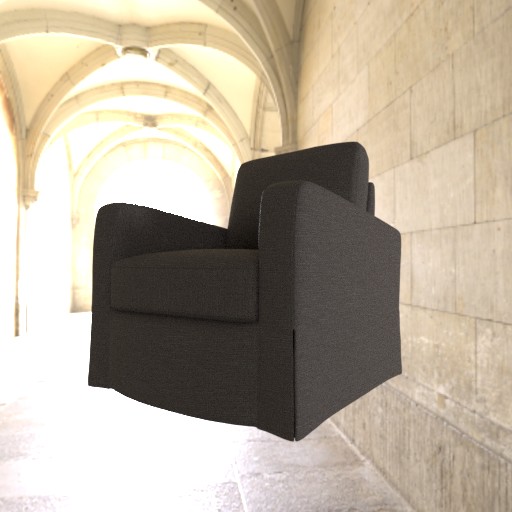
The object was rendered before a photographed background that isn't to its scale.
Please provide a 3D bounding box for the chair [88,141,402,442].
[{"bbox_3d":[0.000,0.000,1.546,0.798,0.855,0.863,-1,-1,35],"label":"chair"}]
